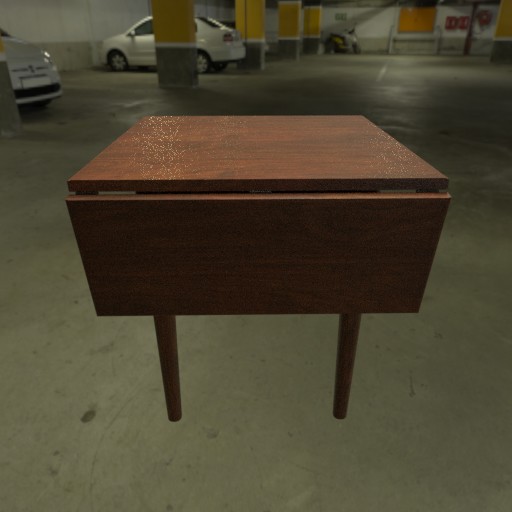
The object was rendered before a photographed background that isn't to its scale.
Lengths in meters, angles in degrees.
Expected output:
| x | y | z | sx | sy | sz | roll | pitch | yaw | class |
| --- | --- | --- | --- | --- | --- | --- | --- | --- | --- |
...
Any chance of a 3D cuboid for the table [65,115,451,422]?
| x | y | z | sx | sy | sz | roll | pitch | yaw | class |
| --- | --- | --- | --- | --- | --- | --- | --- | --- | --- |
| 0.000 | 0.000 | 1.460 | 0.812 | 0.763 | 0.843 | 0 | 27 | -1 | table |
